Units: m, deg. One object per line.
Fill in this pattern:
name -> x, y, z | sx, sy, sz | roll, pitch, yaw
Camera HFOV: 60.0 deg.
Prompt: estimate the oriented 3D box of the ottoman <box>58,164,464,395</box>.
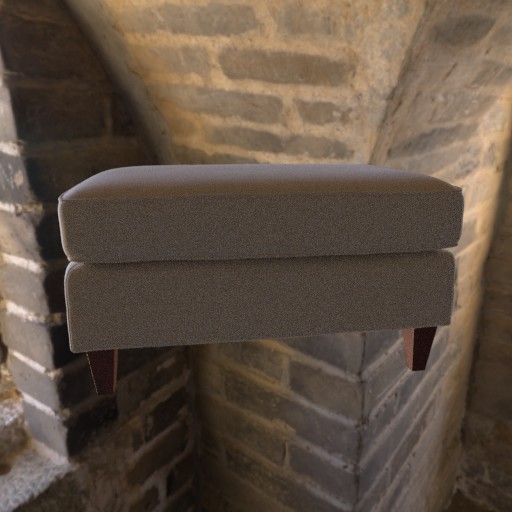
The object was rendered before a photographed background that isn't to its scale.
ottoman -> 0.000, 0.000, 1.205 | 0.862, 0.484, 0.583 | -2, 15, -8
